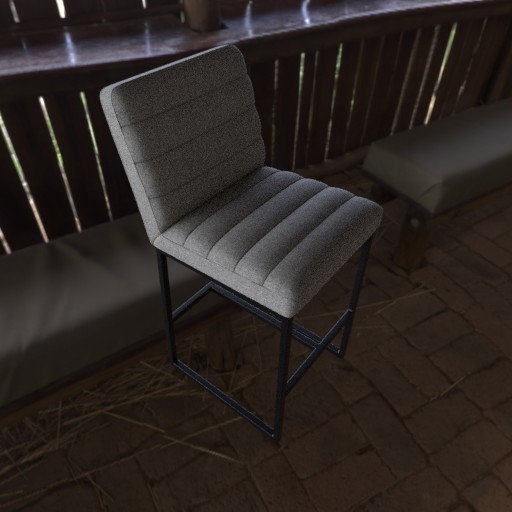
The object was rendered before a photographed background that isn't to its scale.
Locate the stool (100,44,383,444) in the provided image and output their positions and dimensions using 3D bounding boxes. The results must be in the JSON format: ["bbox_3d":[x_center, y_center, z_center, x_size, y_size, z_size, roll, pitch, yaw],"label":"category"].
[{"bbox_3d":[0.000,0.000,1.340,0.571,1.034,0.459,27,48,28],"label":"stool"}]
